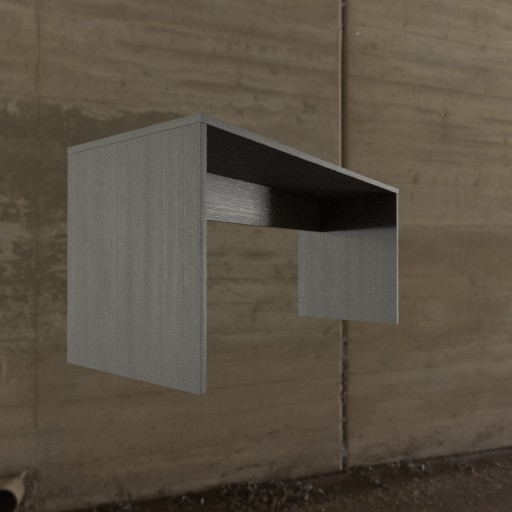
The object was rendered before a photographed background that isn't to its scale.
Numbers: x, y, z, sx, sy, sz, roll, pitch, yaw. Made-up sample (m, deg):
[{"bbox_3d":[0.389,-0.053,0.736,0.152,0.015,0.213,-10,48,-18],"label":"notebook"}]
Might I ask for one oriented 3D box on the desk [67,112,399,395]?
[{"bbox_3d":[0.000,0.000,2.056,0.802,0.750,1.600,0,-1,36],"label":"desk"}]
